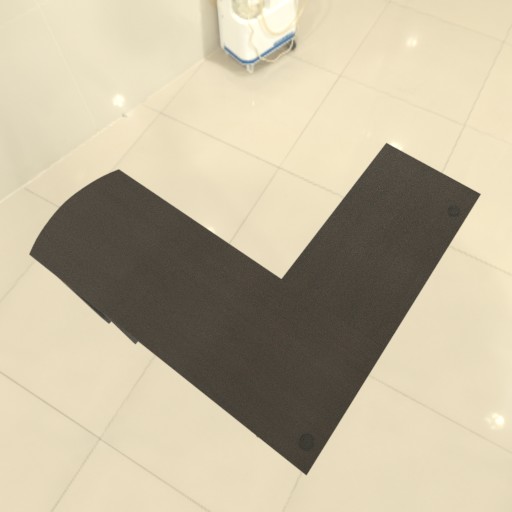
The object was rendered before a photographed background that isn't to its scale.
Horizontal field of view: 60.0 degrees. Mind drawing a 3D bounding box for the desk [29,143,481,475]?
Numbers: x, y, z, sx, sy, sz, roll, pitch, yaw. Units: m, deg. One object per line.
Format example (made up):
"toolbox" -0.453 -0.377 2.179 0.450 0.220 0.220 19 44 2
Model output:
"desk" 0.000 0.000 2.113 1.361 0.716 1.303 34 70 14
